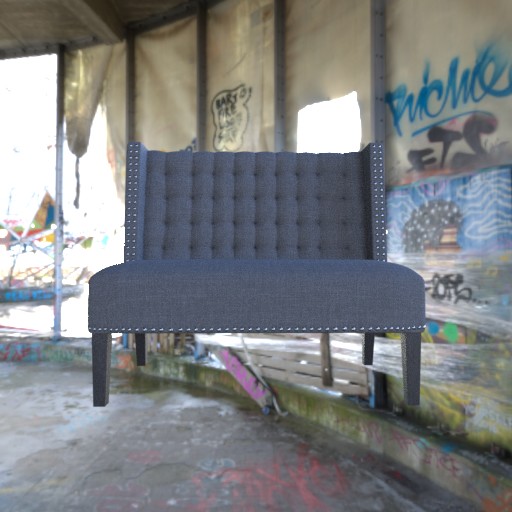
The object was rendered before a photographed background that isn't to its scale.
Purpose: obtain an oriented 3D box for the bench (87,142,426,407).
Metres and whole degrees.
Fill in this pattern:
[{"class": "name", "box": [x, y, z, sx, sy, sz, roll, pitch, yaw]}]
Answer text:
[{"class": "bench", "box": [0.000, 0.000, 2.018, 1.276, 1.121, 0.842, 0, -1, -1]}]
